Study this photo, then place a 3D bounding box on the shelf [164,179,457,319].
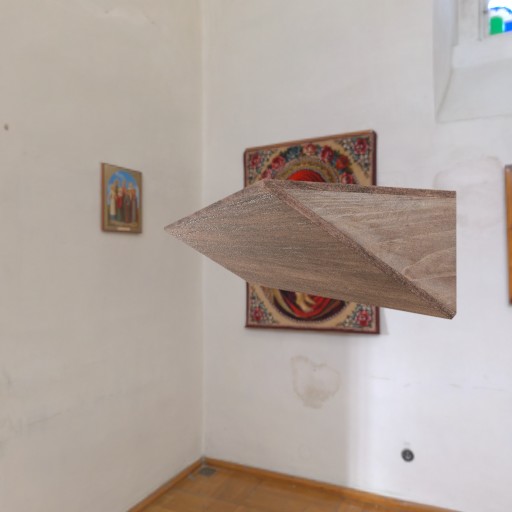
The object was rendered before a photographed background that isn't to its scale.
[{"bbox_3d":[0.000,0.000,0.685,0.200,0.125,0.610,0,0,-19],"label":"shelf"}]
